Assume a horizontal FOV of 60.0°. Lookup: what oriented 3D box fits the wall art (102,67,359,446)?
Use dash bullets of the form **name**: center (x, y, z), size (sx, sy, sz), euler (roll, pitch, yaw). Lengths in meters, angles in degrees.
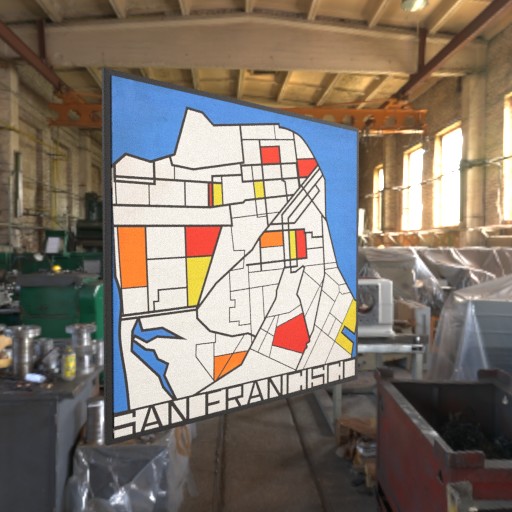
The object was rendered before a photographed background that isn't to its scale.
- **wall art**: center (0.000, 0.000, 0.978), size (0.664, 0.663, 0.015), euler (-1, 1, -36)
